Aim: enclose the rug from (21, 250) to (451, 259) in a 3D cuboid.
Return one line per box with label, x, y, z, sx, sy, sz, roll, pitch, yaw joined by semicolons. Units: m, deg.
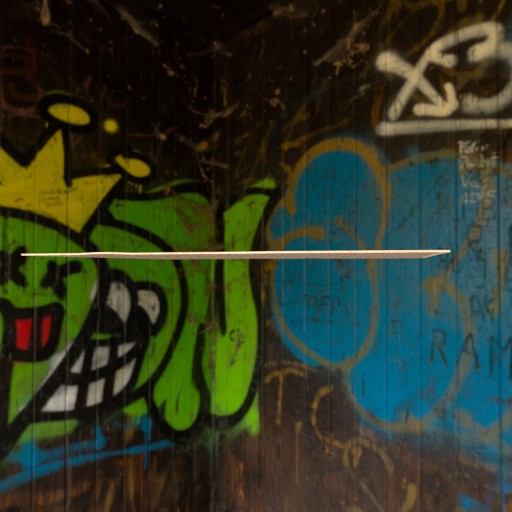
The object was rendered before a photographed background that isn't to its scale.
rug;0.000;0.000;4.113;3.057;0.021;2.431;0;-1;17
